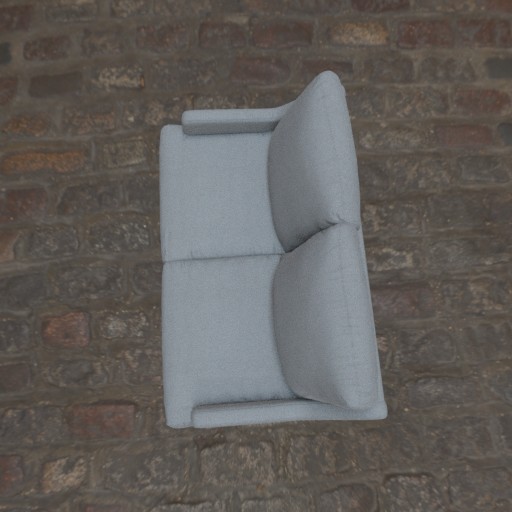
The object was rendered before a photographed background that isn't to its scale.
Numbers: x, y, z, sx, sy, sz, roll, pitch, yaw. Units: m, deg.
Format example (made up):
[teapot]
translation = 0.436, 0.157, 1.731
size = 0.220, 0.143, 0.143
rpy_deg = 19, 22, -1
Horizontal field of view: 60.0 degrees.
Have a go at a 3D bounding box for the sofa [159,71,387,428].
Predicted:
[sofa]
translation = 0.000, 0.000, 2.216
size = 0.987, 0.921, 1.589
rpy_deg = -4, 76, -1
